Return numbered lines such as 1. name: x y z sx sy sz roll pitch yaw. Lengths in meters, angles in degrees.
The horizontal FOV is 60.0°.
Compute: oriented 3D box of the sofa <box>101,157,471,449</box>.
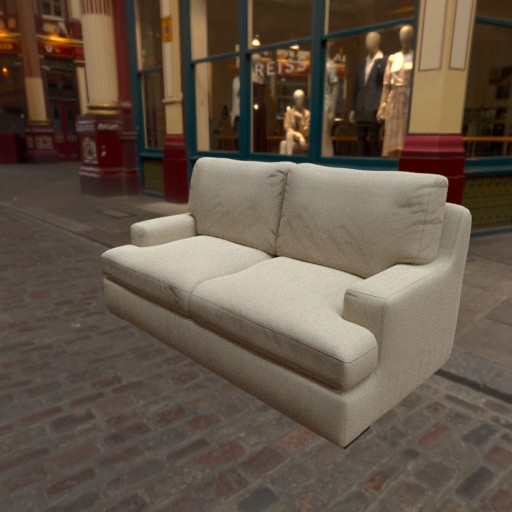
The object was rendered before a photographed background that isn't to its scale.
1. sofa: 0.000 0.000 2.419 0.962 0.967 1.885 -16 22 -42
